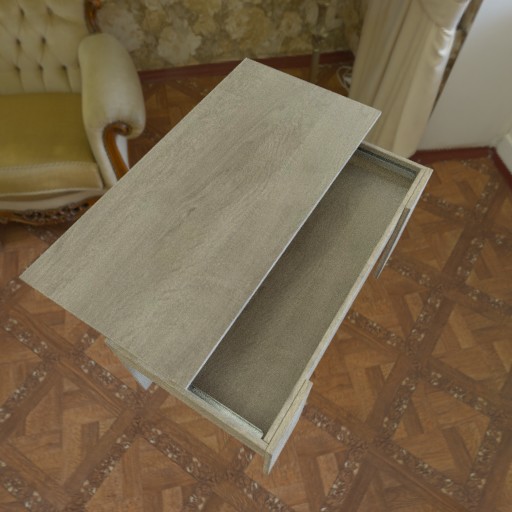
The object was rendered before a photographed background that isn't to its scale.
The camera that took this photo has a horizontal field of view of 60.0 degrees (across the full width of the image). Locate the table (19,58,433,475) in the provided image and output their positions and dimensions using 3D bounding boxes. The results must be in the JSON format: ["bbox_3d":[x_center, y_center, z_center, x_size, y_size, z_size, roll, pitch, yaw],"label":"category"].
[{"bbox_3d":[0.000,0.000,1.424,0.711,0.570,1.000,28,63,16],"label":"table"}]
